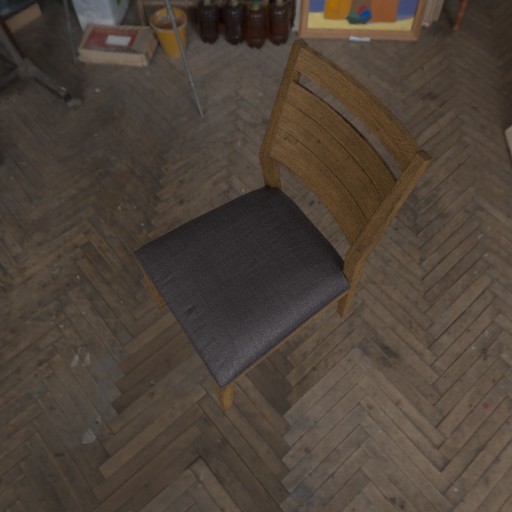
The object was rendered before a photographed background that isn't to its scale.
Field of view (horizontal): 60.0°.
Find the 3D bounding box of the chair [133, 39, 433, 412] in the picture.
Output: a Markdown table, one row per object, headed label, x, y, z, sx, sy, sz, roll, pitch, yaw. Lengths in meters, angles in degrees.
| label | x | y | z | sx | sy | sz | roll | pitch | yaw |
| --- | --- | --- | --- | --- | --- | --- | --- | --- | --- |
| chair | 0.000 | 0.000 | 1.295 | 0.610 | 0.939 | 0.501 | -32 | 68 | -15 |
